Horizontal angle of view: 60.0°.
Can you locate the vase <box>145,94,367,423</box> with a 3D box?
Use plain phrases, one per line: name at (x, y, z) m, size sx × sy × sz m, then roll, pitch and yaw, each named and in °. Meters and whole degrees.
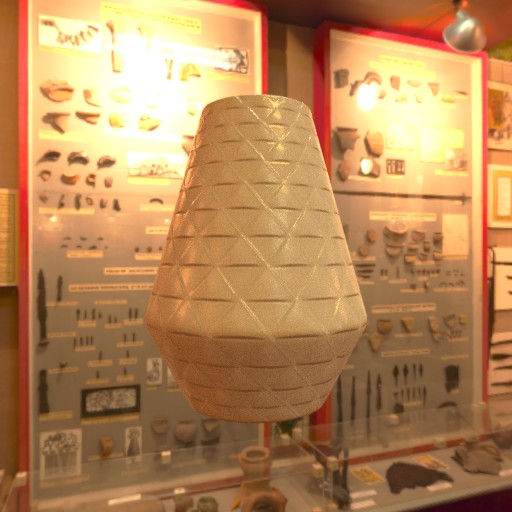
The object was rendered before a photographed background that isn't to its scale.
vase at (0.000, 0.000, 0.359) m, size 0.175 × 0.230 × 0.175 m, roll 0°, pitch 0°, yaw 0°
